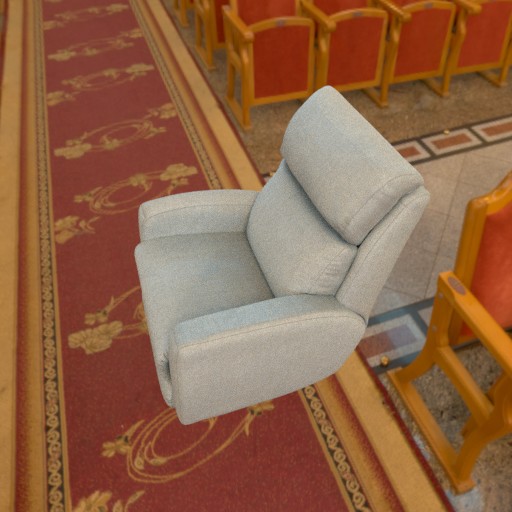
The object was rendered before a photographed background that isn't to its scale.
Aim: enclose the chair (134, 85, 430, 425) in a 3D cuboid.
[{"bbox_3d":[0.000,0.000,1.715,0.940,1.016,0.794,-14,48,-13],"label":"chair"}]
